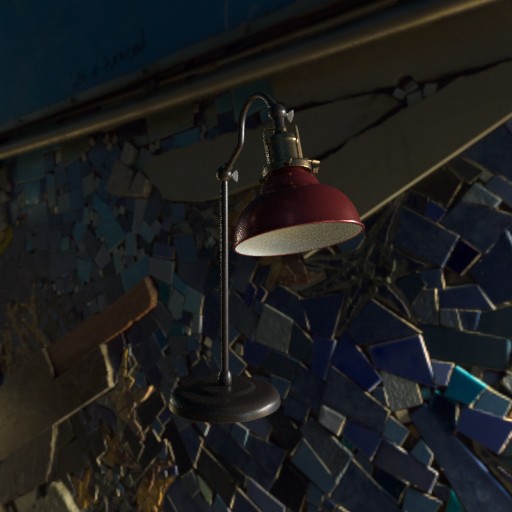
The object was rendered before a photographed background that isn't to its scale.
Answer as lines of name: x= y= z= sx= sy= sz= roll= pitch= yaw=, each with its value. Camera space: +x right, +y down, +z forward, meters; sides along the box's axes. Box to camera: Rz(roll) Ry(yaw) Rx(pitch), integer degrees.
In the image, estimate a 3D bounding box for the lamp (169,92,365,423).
lamp: x=0.000 y=0.000 z=0.693 sx=0.192 sy=0.508 sz=0.374 roll=0 pitch=1 yaw=-36
